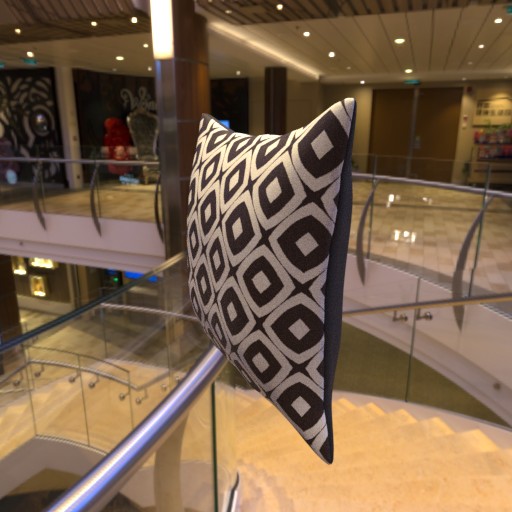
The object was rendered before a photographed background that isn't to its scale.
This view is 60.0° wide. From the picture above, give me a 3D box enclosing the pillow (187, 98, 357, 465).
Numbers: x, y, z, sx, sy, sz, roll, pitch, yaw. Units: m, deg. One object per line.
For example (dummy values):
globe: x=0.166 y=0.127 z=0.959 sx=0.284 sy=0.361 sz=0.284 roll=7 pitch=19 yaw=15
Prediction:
pillow: x=0.000 y=0.000 z=0.777 sx=0.188 sy=0.494 sz=0.504 roll=-8 pitch=18 yaw=-25
